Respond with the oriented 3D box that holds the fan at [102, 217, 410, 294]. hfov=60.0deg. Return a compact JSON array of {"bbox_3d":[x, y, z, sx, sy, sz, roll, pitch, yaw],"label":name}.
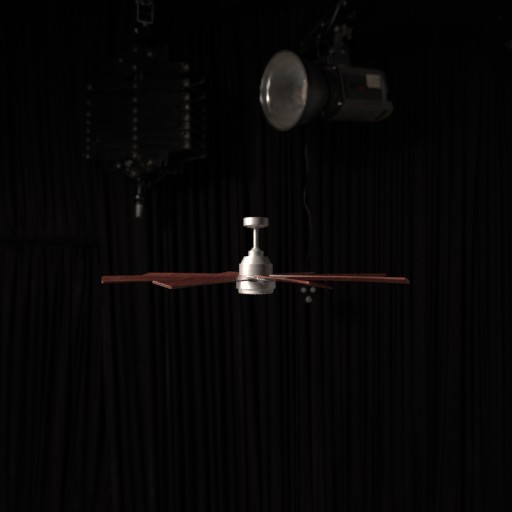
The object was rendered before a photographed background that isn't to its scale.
[{"bbox_3d":[0.000,0.000,2.787,1.830,0.472,1.830,0,-1,-18],"label":"fan"}]
